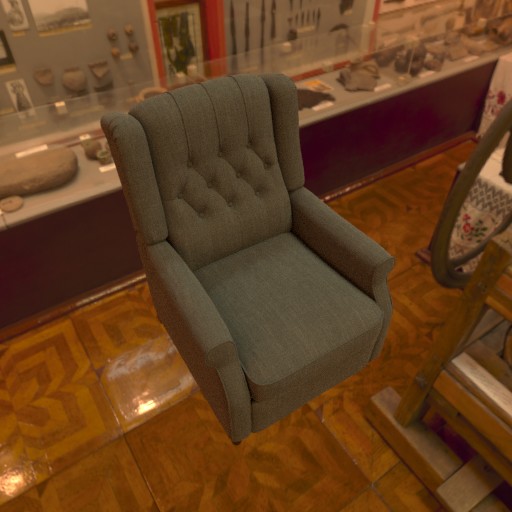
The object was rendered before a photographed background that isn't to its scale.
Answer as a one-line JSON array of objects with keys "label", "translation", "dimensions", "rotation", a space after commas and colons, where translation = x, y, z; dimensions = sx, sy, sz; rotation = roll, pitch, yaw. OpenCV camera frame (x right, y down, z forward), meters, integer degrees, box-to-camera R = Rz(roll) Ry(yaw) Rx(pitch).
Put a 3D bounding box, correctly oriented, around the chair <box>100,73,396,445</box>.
[{"label": "chair", "translation": [0.000, 0.000, 1.622], "dimensions": [0.742, 1.035, 0.898], "rotation": [-24, 49, -22]}]
